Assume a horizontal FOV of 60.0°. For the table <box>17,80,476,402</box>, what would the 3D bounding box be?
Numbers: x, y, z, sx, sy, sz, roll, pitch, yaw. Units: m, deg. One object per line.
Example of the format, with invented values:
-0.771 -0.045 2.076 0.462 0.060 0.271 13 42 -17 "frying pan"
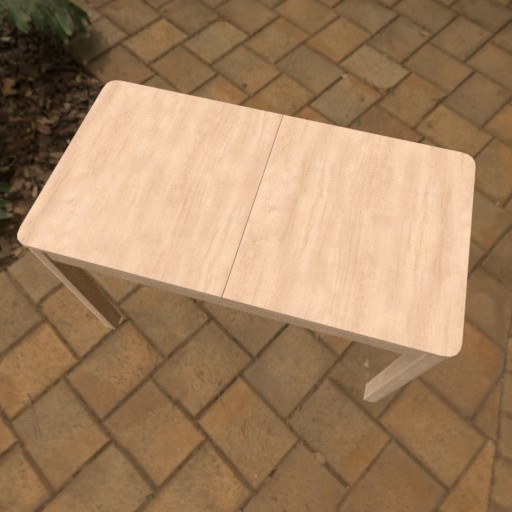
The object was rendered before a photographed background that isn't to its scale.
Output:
0.000 0.000 1.884 1.400 0.900 0.750 14 64 7 "table"
